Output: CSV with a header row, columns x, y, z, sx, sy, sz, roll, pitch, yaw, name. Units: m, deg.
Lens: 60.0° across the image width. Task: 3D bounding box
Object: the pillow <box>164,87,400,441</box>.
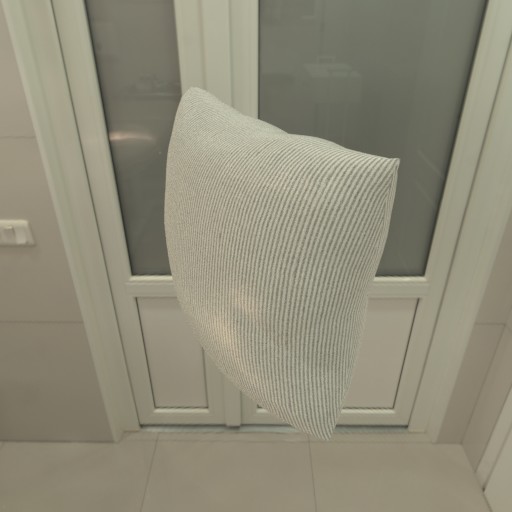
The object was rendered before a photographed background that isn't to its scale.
x,y,z,sx,sy,sz,roll,pitch,yaw,name
0.000,0.000,0.687,0.310,0.432,0.387,0,31,0,pillow
